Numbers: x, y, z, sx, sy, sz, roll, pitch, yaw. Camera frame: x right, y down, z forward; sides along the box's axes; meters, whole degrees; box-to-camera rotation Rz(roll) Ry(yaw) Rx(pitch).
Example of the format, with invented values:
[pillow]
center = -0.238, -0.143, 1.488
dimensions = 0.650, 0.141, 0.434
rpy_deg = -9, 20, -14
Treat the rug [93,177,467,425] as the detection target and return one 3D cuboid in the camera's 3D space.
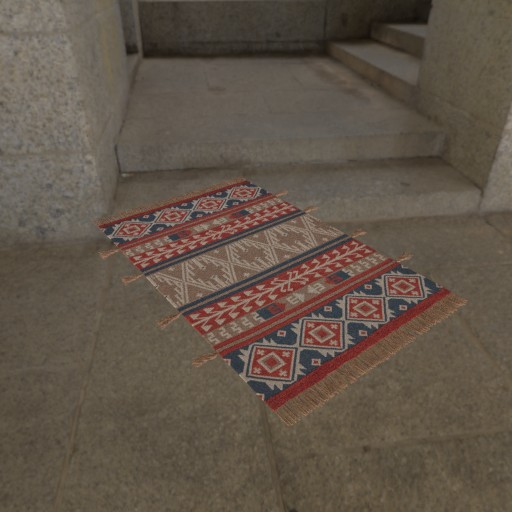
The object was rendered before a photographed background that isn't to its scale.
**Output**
[rug]
center = 0.000, 0.000, 3.186
dimensions = 1.778, 0.048, 2.450
rpy_deg = -23, 40, -30
